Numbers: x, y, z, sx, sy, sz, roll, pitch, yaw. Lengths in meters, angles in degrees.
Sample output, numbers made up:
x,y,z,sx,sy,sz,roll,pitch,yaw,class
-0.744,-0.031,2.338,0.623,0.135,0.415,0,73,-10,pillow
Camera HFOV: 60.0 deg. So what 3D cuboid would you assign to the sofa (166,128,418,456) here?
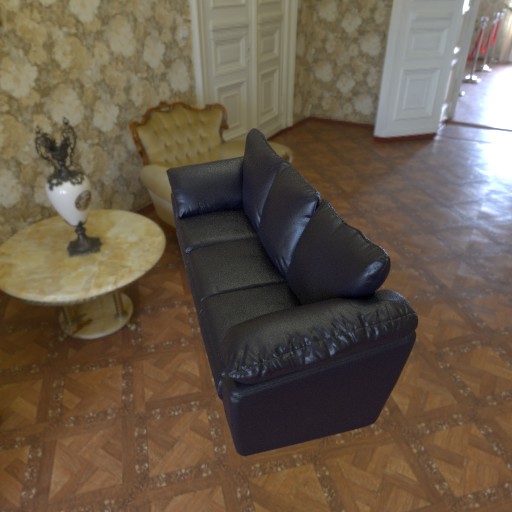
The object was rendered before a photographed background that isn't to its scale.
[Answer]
x,y,z,sx,sy,sz,roll,pitch,yaw,class
0.000,0.000,2.877,0.880,1.073,2.336,-8,32,-13,sofa
